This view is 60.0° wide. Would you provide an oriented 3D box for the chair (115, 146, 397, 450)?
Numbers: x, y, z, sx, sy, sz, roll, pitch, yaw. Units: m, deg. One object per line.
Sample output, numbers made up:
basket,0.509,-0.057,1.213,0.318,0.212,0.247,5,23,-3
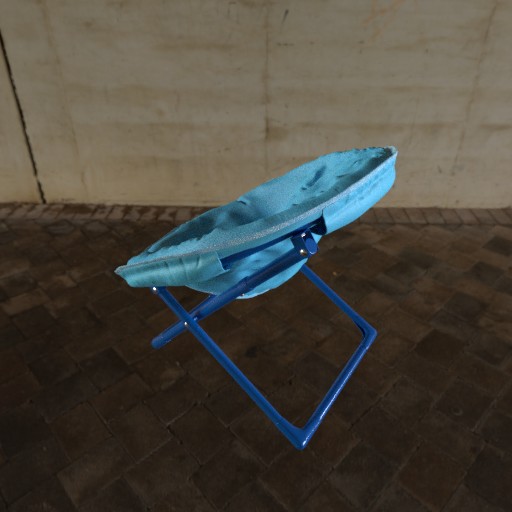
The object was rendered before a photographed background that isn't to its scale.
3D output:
chair,0.000,0.000,0.879,0.465,0.478,0.520,19,36,28
